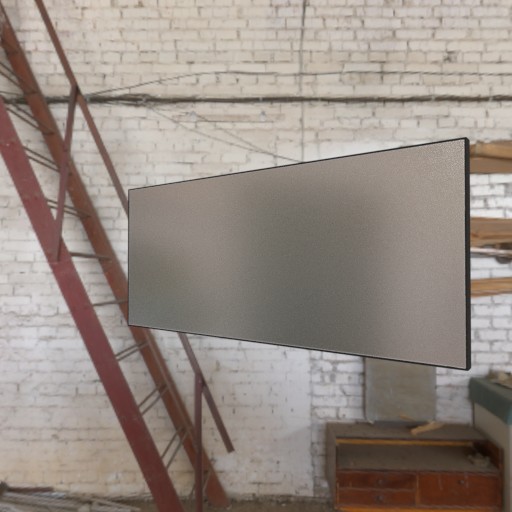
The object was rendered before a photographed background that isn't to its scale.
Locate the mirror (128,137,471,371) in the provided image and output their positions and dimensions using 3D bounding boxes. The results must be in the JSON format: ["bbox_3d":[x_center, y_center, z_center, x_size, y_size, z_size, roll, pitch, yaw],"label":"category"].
[{"bbox_3d":[0.000,0.000,1.795,1.584,0.692,0.047,-1,-1,36],"label":"mirror"}]
